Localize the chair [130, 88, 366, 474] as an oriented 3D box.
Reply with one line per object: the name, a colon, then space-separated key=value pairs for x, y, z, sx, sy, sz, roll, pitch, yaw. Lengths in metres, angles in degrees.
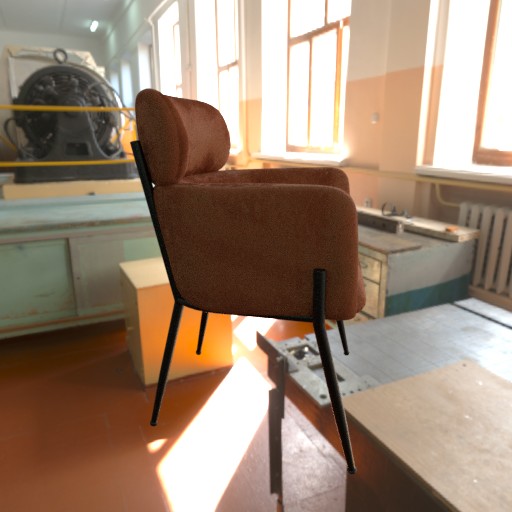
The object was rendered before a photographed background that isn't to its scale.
chair: x=0.000 y=0.000 z=1.110 sx=0.523 sy=0.772 sz=0.561 roll=3 pitch=15 yaw=10
